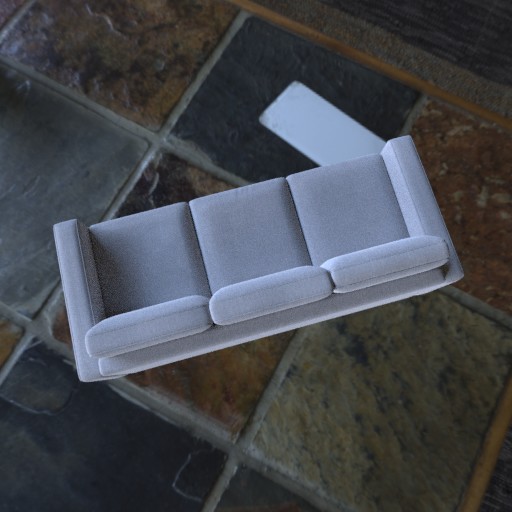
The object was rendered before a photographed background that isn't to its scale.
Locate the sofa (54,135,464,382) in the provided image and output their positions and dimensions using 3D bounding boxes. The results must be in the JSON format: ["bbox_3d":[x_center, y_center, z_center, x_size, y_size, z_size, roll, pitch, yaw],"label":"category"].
[{"bbox_3d":[0.000,0.000,2.575,2.120,0.800,0.900,-15,77,-3],"label":"sofa"}]
